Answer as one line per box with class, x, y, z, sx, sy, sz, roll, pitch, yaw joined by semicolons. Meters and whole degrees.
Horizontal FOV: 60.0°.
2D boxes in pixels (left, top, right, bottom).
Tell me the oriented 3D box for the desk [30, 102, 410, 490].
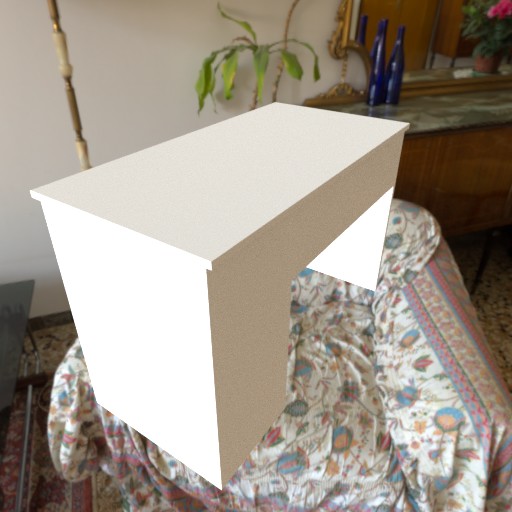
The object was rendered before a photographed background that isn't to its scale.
desk;0.000;0.000;1.504;0.560;0.735;1.097;20;37;29
